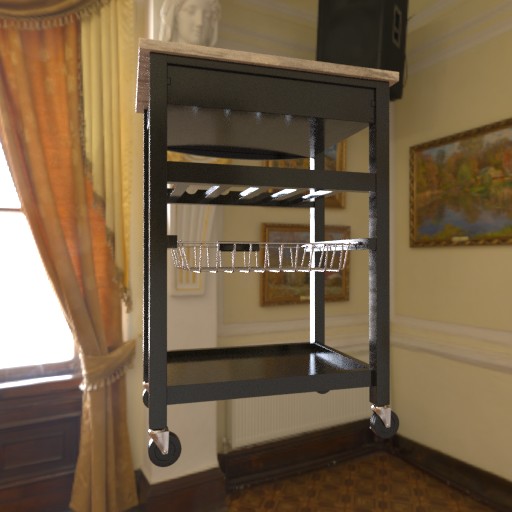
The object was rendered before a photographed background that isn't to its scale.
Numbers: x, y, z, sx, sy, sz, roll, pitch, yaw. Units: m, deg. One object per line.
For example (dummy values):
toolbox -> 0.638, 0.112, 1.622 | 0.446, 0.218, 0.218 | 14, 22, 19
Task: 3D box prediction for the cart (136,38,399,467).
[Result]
cart -> 0.000, 0.000, 1.125 | 0.584, 0.839, 0.403 | 0, 0, -16
